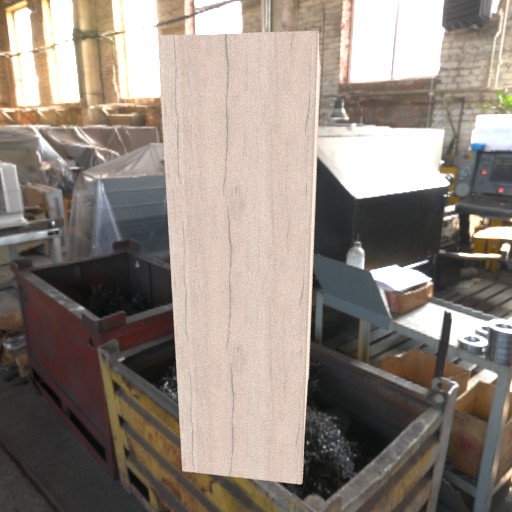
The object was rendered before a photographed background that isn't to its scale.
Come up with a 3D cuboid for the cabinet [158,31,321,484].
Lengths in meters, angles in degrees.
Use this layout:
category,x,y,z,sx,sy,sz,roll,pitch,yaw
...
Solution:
category,x,y,z,sx,sy,sz,roll,pitch,yaw
cabinet,0.000,0.000,2.305,0.580,1.930,0.980,2,17,8
